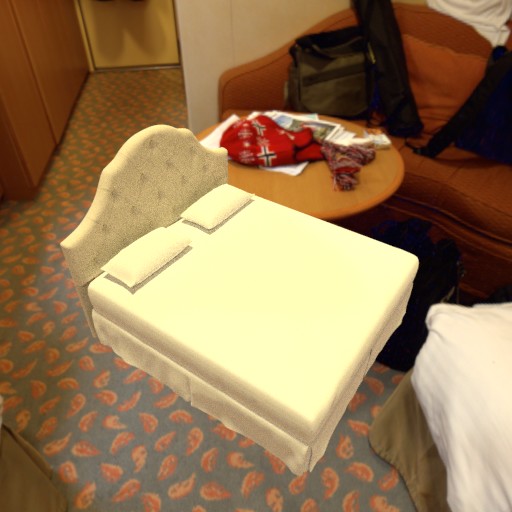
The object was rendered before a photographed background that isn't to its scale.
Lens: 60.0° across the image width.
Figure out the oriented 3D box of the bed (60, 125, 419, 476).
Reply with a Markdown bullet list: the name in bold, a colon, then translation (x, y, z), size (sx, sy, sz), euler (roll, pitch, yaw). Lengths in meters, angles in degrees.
- **bed**: translation (0.000, 0.000, 3.601), size (2.214, 1.615, 2.008), euler (24, 45, 26)
